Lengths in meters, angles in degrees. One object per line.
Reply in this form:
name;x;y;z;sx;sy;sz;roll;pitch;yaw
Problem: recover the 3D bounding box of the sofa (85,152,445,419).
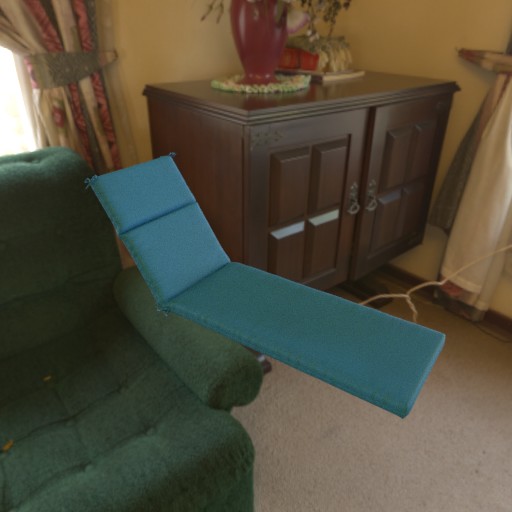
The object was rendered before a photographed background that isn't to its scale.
sofa;0.000;0.000;2.039;1.663;0.622;0.582;18;33;31
